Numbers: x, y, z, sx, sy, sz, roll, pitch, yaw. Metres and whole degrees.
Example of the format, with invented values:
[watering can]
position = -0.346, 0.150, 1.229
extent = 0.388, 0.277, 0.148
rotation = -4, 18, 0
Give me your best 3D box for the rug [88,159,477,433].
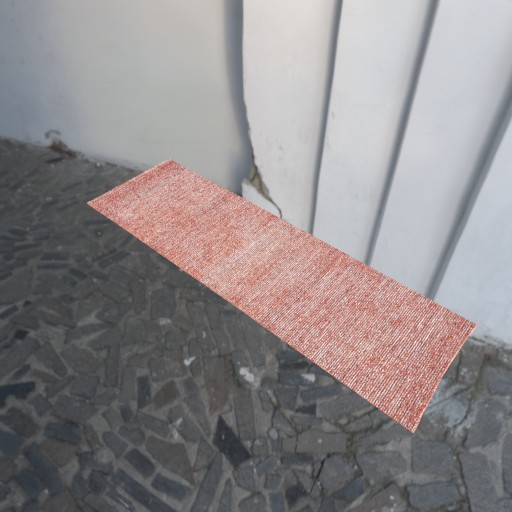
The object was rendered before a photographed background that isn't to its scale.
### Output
[rug]
position = 0.000, 0.000, 2.578
extent = 2.353, 0.013, 0.718
rotation = 31, 53, 28
